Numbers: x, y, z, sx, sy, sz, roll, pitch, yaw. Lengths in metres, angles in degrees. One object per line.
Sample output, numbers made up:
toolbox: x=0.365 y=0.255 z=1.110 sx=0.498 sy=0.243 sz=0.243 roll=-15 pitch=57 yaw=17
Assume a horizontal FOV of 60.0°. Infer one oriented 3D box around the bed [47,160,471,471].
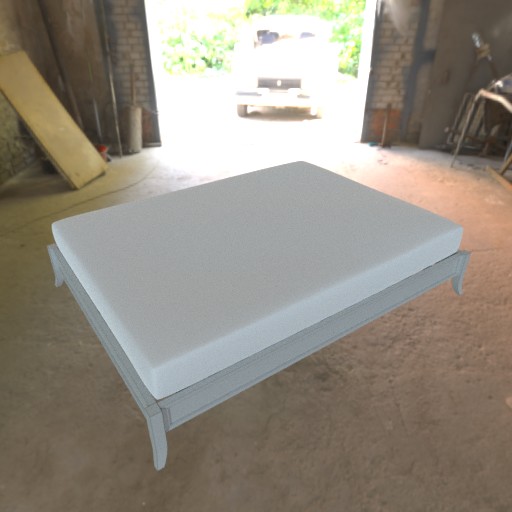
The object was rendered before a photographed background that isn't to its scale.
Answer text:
bed: x=0.000 y=0.000 z=2.746 sx=2.108 sy=0.510 sz=1.604 roll=-20 pitch=37 yaw=-29
